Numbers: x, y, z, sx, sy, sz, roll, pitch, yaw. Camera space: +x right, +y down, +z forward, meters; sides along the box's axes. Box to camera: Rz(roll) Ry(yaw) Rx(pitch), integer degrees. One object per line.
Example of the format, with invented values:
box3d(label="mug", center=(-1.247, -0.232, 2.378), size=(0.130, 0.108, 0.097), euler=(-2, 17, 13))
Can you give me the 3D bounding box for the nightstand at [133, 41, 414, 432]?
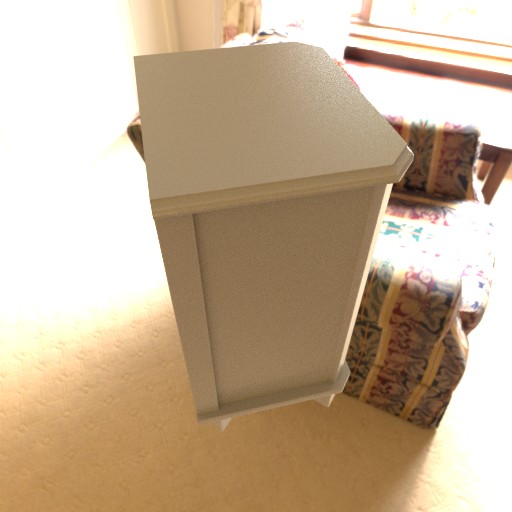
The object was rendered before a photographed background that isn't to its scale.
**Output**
box3d(label="nightstand", center=(0.000, 0.000, 0.913), size=(0.348, 0.680, 0.435), euler=(-10, 47, -9))
